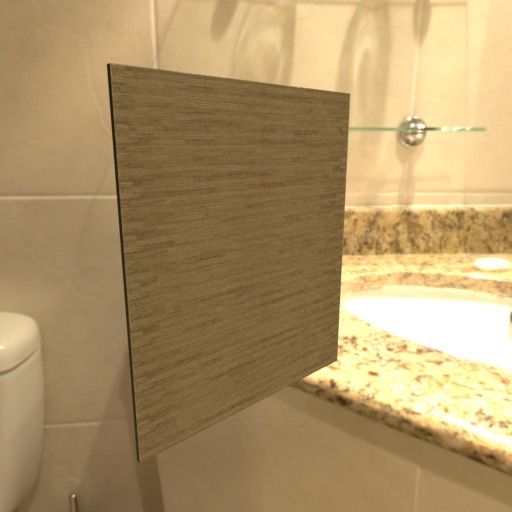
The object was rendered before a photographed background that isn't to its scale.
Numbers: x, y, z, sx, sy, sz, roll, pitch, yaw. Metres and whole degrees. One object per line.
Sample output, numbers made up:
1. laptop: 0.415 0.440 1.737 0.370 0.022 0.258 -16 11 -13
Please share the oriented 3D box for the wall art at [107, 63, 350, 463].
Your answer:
1. wall art: 0.000 0.000 0.758 0.483 0.559 0.009 -13 19 -41
